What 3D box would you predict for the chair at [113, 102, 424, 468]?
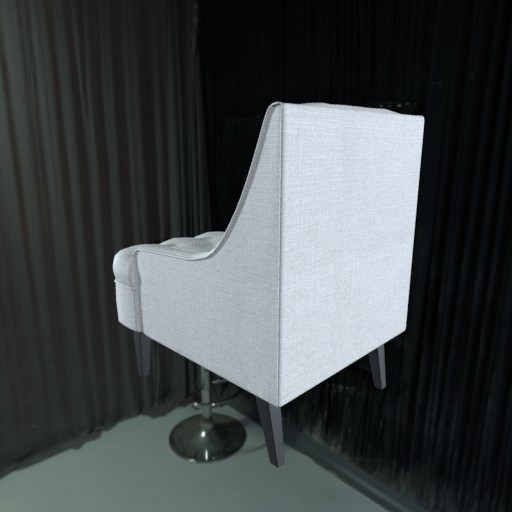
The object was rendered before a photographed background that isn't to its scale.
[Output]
[{"bbox_3d":[0.000,0.000,1.445,0.772,0.891,0.658,14,20,43],"label":"chair"}]
